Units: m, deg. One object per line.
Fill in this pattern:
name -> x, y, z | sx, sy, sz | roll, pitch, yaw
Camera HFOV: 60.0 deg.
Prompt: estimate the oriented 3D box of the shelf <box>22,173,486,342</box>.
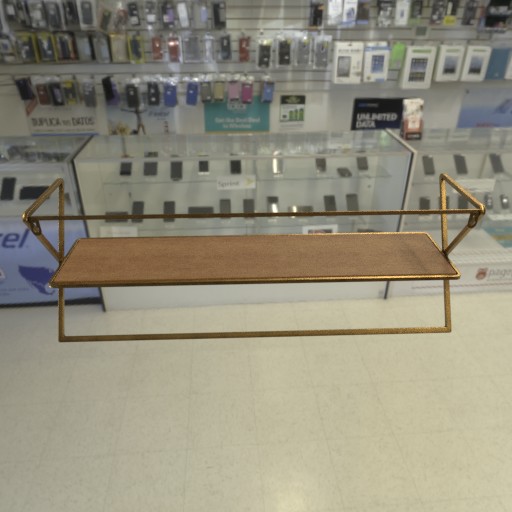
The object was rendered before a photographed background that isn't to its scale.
shelf -> 0.000, 0.000, 0.735 | 0.645, 0.229, 0.150 | -1, 30, -2
